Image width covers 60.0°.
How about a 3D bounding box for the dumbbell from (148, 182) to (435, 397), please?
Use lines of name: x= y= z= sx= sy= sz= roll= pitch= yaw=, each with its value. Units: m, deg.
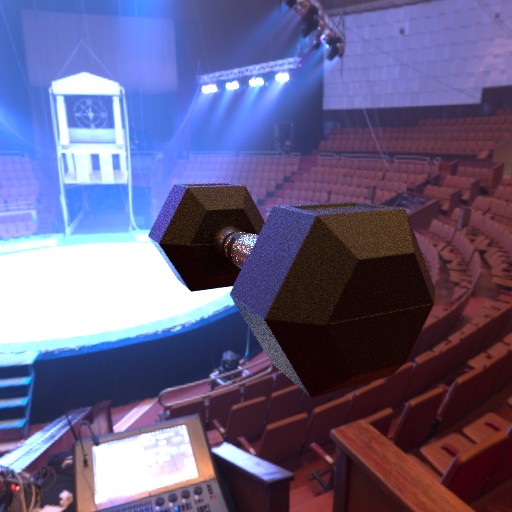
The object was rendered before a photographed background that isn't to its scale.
dumbbell: x=0.000 y=0.000 z=0.326 sx=0.106 sy=0.092 sz=0.272 roll=-6 pitch=14 yaw=-25
